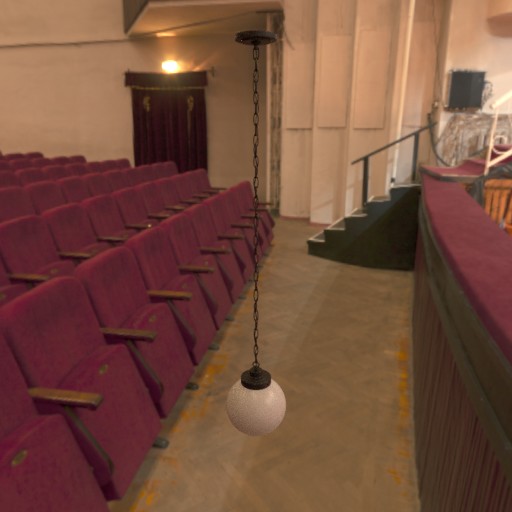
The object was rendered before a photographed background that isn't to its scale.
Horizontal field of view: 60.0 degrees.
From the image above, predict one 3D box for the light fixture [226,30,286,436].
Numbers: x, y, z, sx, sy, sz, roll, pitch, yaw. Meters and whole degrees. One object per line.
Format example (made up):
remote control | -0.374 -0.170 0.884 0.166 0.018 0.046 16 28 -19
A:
light fixture | 0.000 0.000 2.052 0.305 1.867 0.304 3 15 9
